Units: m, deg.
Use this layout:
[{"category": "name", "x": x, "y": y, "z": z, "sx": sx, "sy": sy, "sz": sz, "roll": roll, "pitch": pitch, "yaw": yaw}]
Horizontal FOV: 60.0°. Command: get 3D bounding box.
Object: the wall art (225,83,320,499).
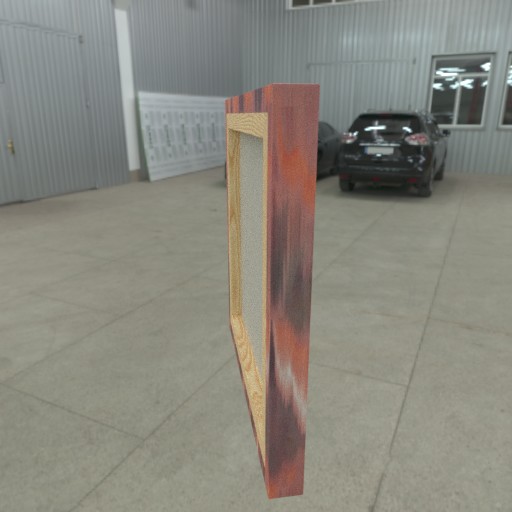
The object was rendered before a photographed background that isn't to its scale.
[{"category": "wall art", "x": 0.000, "y": 0.000, "z": 0.594, "sx": 0.038, "sy": 0.406, "sz": 0.403, "roll": -3, "pitch": 18, "yaw": -9}]
